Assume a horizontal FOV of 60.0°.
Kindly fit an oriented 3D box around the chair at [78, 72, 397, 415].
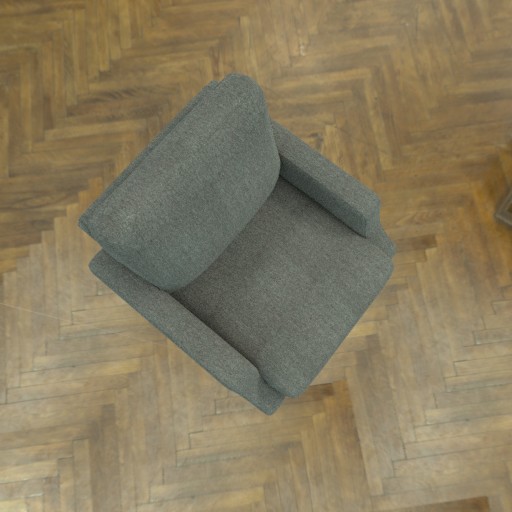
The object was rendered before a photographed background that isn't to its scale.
[{"bbox_3d":[0.000,0.000,1.665,0.897,0.993,0.855,38,79,9],"label":"chair"}]
